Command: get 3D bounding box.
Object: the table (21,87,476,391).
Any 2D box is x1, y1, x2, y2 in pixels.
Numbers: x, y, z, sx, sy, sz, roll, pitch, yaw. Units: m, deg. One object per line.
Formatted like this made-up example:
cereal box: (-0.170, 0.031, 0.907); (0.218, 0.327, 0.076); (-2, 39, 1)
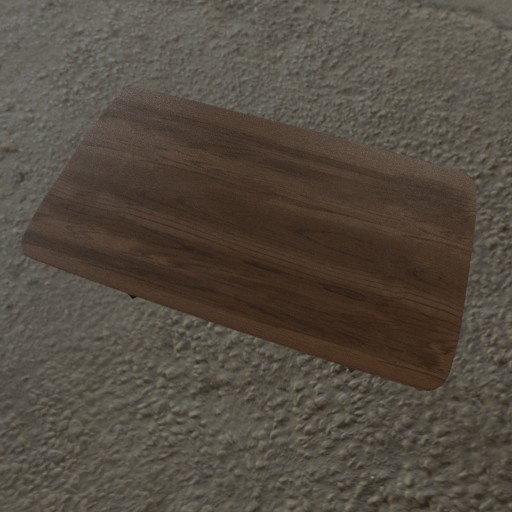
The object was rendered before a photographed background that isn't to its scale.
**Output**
table: (0.000, 0.000, 2.079); (1.643, 0.765, 0.949); (17, 64, 9)
